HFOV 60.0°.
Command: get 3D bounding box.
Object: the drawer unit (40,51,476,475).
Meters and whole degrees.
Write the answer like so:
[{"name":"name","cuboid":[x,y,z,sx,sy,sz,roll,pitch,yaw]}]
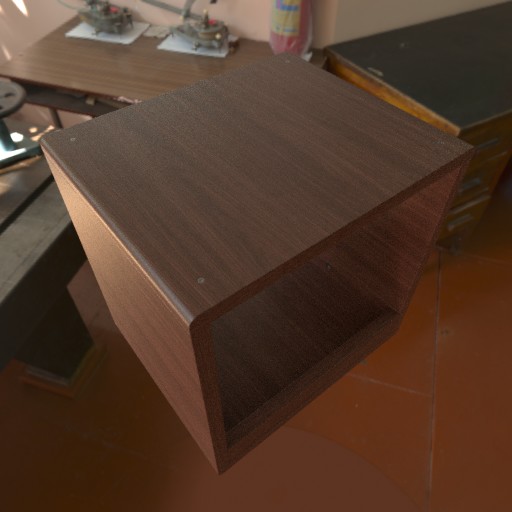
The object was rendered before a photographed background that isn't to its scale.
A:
[{"name":"drawer unit","cuboid":[0.000,0.000,0.586,0.349,0.351,0.290,-30,54,-25]}]
